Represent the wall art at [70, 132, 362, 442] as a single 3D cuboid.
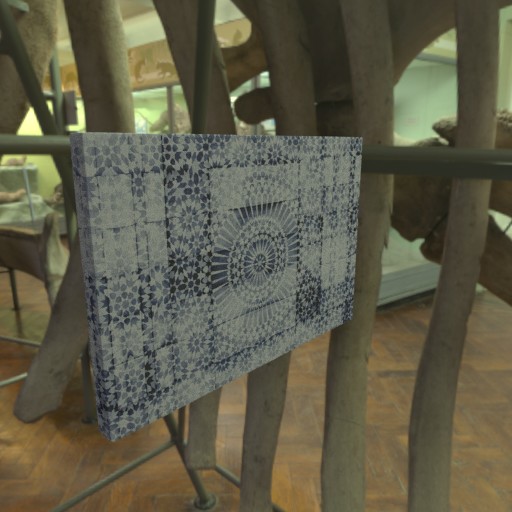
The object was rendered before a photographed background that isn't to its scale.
[{"bbox_3d":[0.000,0.000,1.161,0.057,0.608,0.911,13,19,42],"label":"wall art"}]
